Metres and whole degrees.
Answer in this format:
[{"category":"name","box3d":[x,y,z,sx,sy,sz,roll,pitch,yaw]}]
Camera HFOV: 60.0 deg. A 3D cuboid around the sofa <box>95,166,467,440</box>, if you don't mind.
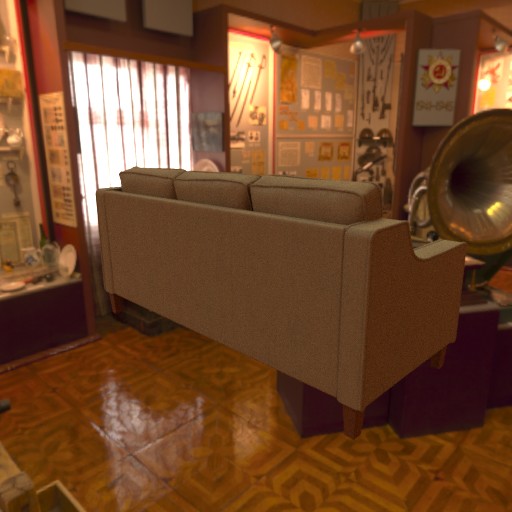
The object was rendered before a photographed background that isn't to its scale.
[{"category":"sofa","box3d":[0.000,0.000,2.529,1.986,0.974,0.911,14,20,43]}]
